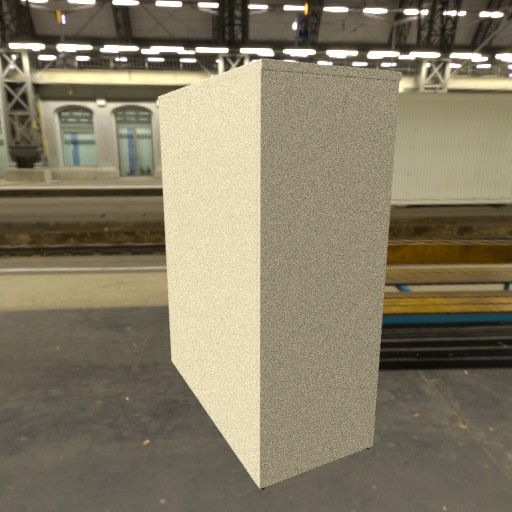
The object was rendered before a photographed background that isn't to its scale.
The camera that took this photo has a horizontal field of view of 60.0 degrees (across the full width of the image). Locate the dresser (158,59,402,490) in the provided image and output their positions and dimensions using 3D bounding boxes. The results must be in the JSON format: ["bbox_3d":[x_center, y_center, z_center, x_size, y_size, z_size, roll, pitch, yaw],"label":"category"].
[{"bbox_3d":[0.000,0.000,1.449,0.380,1.040,0.800,-7,16,-26],"label":"dresser"}]
